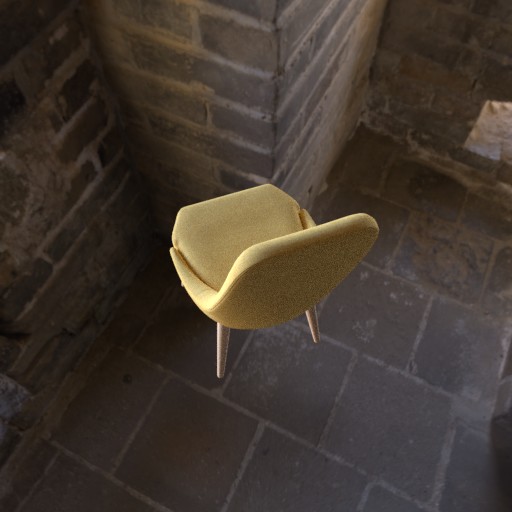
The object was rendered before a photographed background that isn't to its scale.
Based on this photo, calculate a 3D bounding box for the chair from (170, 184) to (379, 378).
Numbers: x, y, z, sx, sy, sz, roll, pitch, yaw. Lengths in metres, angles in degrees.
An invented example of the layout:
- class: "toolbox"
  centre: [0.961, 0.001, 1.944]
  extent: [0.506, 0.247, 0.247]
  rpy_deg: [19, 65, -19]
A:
- class: "chair"
  centre: [0.000, 0.000, 1.429]
  extent: [0.510, 1.040, 0.660]
  rpy_deg: [-17, 59, -11]
